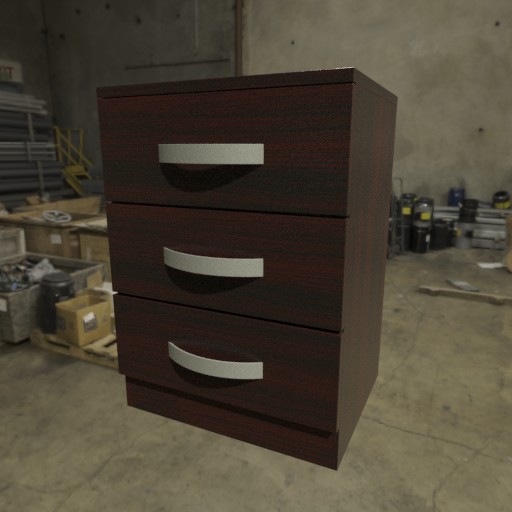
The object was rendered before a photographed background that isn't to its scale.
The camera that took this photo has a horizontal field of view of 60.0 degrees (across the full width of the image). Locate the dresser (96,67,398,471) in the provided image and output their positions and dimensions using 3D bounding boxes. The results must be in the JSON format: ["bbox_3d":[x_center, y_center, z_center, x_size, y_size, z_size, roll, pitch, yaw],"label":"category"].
[{"bbox_3d":[0.000,0.000,0.799,0.400,0.560,0.360,6,15,25],"label":"dresser"}]
